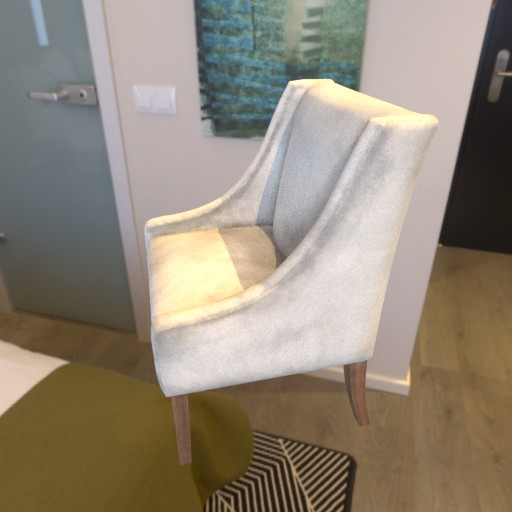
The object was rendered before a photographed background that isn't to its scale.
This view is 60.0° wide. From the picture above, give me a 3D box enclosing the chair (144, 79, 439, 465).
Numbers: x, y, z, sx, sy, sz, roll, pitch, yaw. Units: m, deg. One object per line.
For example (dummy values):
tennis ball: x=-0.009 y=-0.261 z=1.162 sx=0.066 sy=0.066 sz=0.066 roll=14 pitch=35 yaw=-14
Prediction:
chair: x=0.000 y=0.000 z=1.297 sx=0.629 sy=0.895 sz=0.629 roll=-7 pitch=30 yaw=-12
